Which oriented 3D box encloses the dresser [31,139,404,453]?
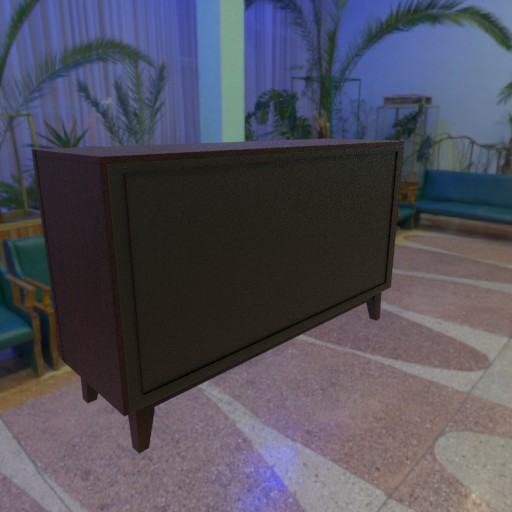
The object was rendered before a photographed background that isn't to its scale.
[{"bbox_3d":[0.000,0.000,1.984,1.609,0.971,0.499,-16,23,-42],"label":"dresser"}]
